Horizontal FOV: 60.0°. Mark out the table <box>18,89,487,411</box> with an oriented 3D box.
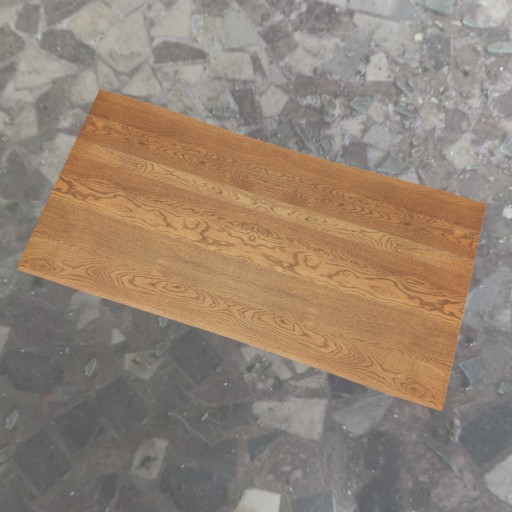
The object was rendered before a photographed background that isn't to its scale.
[{"bbox_3d":[0.000,0.000,2.221,1.800,0.770,0.900,18,77,4],"label":"table"}]
